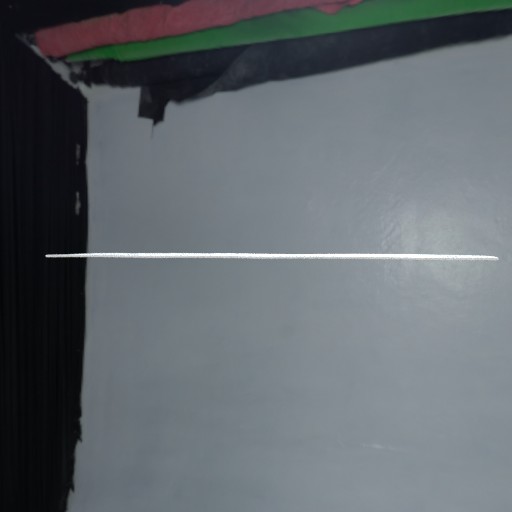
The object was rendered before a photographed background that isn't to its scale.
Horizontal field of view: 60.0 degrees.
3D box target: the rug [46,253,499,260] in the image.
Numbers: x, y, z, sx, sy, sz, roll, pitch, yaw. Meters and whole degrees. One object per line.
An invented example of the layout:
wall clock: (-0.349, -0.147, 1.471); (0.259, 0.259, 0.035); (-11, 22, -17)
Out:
rug: (0.000, 0.000, 2.350); (2.182, 0.015, 0.645); (0, 1, 18)
